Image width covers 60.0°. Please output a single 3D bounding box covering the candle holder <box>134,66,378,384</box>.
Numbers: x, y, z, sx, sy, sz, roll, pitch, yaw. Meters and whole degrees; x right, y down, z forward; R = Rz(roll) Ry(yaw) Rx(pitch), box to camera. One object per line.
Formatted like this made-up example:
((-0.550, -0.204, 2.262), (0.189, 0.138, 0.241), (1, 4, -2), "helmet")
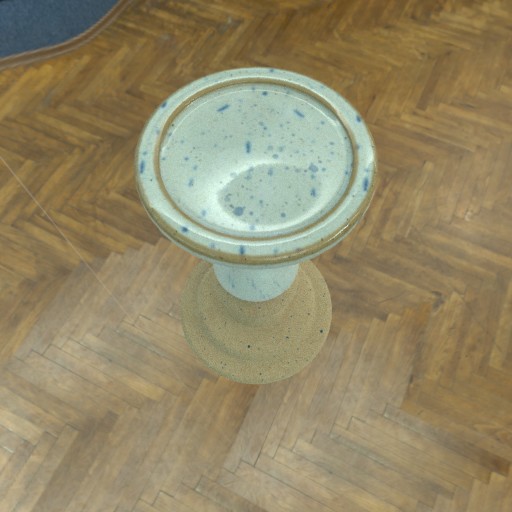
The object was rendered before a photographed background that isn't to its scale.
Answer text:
((0.000, 0.000, 0.277), (0.123, 0.202, 0.123), (0, 64, 0), "candle holder")
